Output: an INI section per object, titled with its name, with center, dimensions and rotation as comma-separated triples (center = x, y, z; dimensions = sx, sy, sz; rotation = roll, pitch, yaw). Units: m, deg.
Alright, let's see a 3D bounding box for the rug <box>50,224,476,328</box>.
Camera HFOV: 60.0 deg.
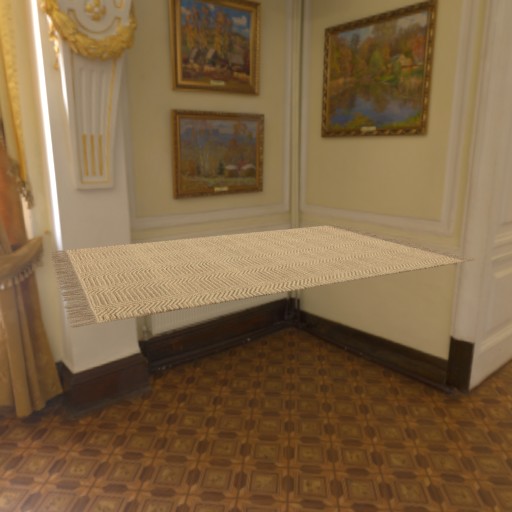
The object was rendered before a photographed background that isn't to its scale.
[rug]
center = 0.000, 0.000, 2.432
dimensions = 2.021, 0.027, 1.224
rotation = -7, 15, -26
